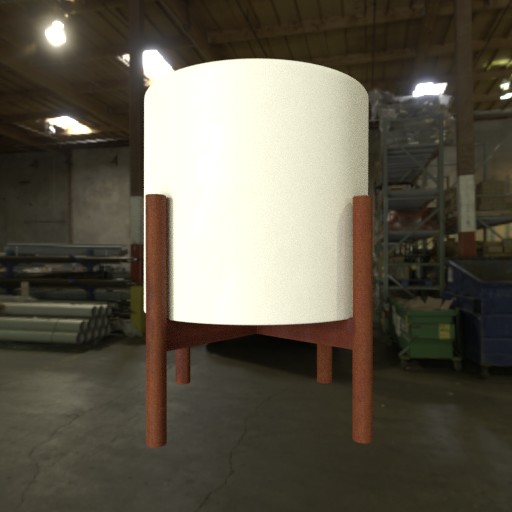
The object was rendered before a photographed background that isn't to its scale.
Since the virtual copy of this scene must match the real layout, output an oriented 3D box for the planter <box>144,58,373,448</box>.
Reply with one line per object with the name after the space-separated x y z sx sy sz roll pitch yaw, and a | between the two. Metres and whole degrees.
0.000 0.000 0.857 0.421 0.581 0.420 0 0 1 | planter
